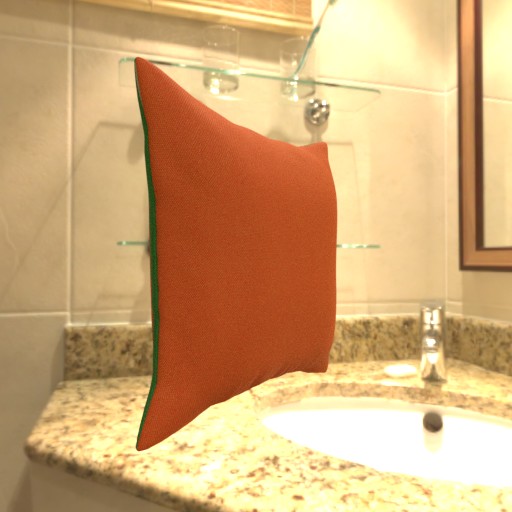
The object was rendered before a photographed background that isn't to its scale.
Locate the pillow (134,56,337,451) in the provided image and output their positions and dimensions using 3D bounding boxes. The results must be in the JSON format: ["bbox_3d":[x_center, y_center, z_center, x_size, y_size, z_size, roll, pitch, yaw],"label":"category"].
[{"bbox_3d":[0.000,0.000,0.676,0.169,0.444,0.453,0,-1,37],"label":"pillow"}]
